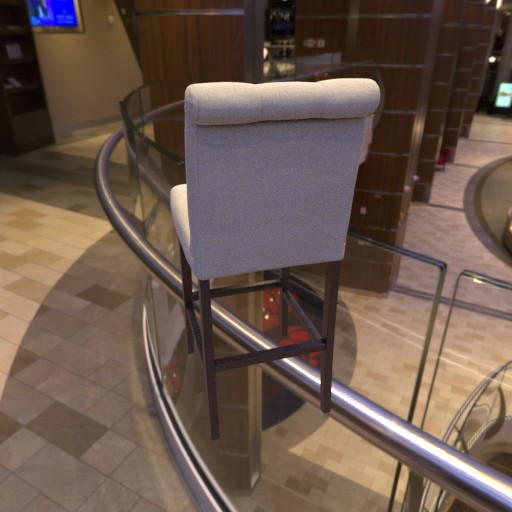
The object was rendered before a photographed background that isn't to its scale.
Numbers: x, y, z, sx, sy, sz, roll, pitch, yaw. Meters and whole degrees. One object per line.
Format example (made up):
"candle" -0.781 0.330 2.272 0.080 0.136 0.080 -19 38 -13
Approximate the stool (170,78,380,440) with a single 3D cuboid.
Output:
"stool" 0.000 0.000 1.483 0.493 1.140 0.601 -8 28 -15
